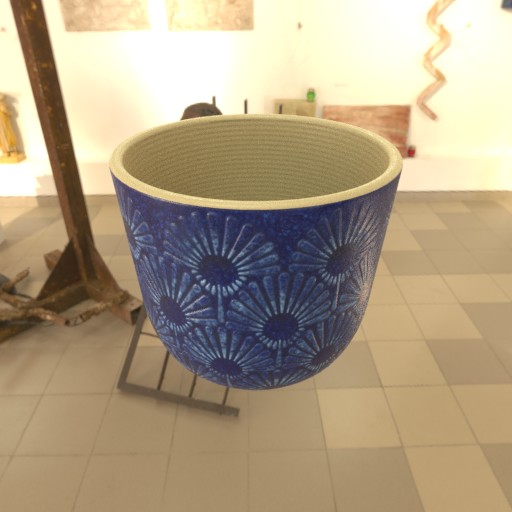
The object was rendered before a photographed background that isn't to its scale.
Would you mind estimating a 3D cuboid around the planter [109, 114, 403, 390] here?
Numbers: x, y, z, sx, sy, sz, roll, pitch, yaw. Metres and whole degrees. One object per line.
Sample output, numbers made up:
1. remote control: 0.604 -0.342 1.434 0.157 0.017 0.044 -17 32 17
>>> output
1. planter: 0.000 0.000 0.304 0.170 0.153 0.170 0 31 0
